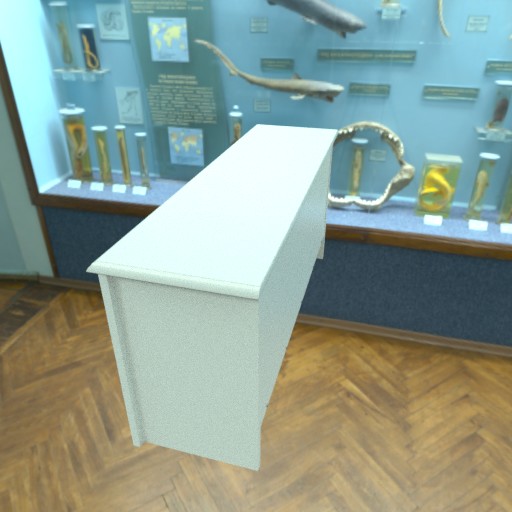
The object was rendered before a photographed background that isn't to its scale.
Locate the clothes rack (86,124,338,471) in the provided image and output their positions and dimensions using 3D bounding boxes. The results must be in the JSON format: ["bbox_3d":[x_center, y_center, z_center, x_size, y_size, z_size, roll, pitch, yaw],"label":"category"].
[{"bbox_3d":[0.000,0.000,1.359,0.324,0.531,1.120,8,31,14],"label":"clothes rack"}]
